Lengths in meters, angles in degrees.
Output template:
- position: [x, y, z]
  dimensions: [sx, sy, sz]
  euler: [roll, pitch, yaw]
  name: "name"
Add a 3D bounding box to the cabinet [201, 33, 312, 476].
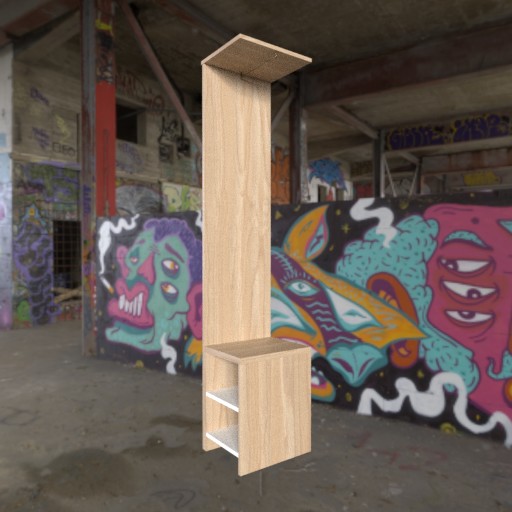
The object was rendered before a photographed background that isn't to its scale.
- position: [0.000, 0.000, 2.131]
  dimensions: [0.411, 1.879, 0.338]
  euler: [0, 0, -36]
  name: "cabinet"
